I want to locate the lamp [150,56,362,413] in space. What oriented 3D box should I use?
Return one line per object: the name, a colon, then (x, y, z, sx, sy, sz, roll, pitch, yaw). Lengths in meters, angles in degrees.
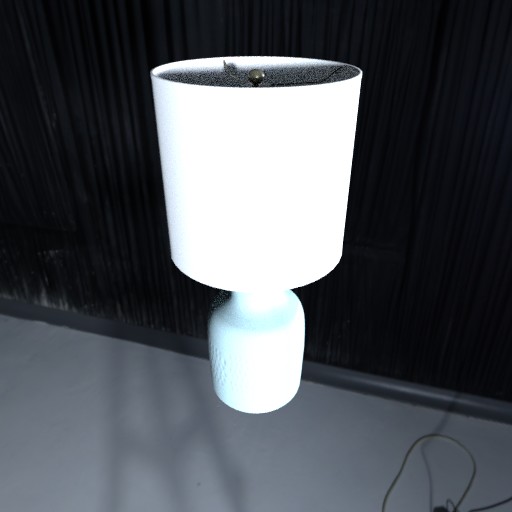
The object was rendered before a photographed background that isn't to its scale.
lamp: (0.000, 0.000, 1.111, 0.418, 0.871, 0.418, 8, 32, 14)
